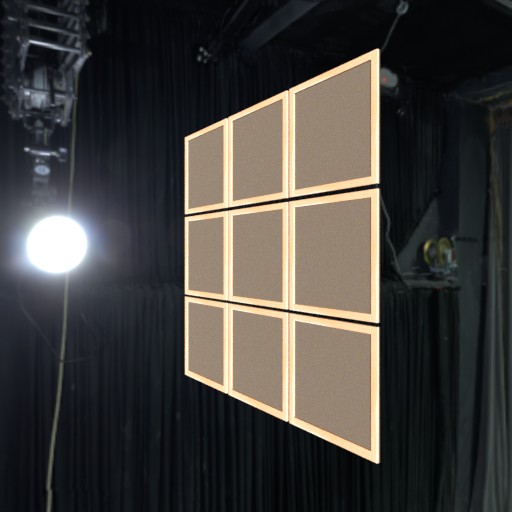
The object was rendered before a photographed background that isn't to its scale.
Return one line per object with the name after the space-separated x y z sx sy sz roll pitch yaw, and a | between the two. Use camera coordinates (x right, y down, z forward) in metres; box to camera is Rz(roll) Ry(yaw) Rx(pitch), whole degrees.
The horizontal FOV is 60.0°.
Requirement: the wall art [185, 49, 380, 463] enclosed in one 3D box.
0.000 0.000 1.792 0.013 1.218 1.216 0 0 -36 | wall art
